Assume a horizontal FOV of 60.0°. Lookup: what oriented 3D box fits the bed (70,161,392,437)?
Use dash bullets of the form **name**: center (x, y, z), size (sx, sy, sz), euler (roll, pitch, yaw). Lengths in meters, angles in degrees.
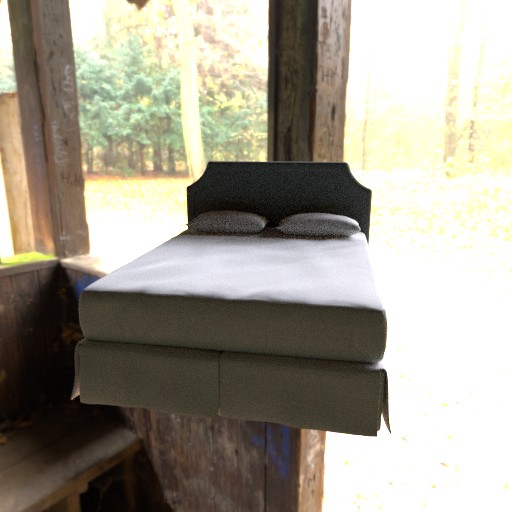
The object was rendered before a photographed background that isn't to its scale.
- **bed**: center (0.000, 0.000, 3.307), size (1.811, 1.296, 2.259), euler (3, 14, 10)
